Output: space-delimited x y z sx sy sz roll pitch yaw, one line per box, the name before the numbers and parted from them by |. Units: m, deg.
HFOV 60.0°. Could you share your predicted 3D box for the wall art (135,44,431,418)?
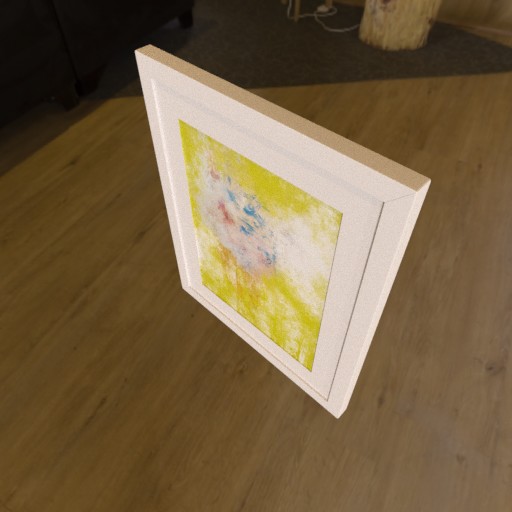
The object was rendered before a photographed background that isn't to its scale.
wall art | 0.000 0.000 0.743 0.454 0.556 0.028 35 57 27
